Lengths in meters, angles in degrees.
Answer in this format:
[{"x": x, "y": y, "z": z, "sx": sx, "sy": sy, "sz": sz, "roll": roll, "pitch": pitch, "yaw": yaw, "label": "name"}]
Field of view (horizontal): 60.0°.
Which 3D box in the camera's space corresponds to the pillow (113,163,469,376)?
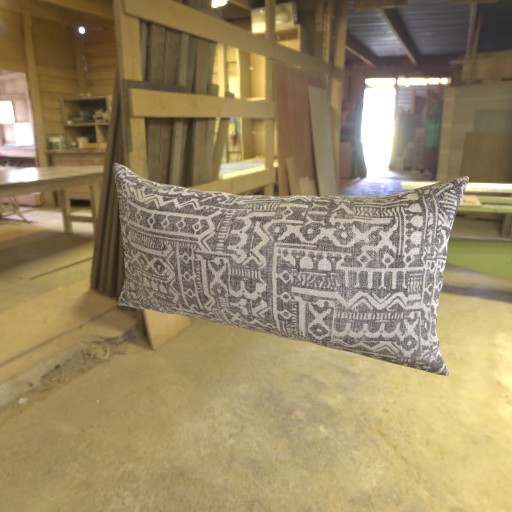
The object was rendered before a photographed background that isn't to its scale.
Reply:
[{"x": 0.000, "y": 0.000, "z": 0.744, "sx": 0.631, "sy": 0.290, "sz": 0.148, "roll": 7, "pitch": 17, "yaw": 25, "label": "pillow"}]
